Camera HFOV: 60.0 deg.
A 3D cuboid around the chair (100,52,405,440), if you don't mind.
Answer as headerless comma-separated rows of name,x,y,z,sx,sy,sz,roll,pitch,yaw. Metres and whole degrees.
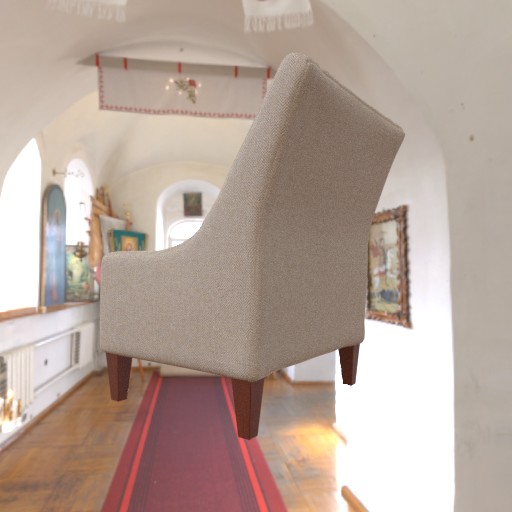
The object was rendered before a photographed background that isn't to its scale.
chair,0.000,0.000,1.630,0.870,1.014,0.774,-1,-1,36
